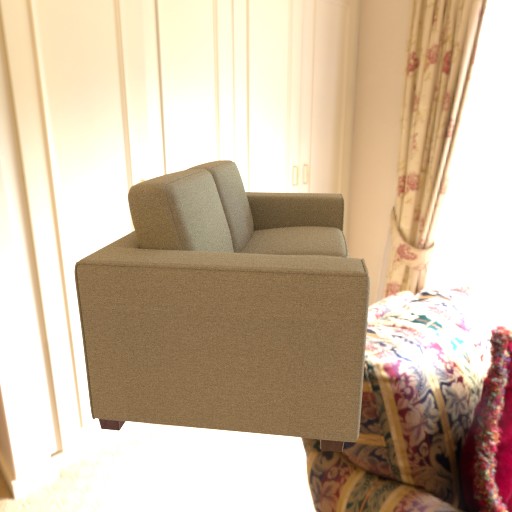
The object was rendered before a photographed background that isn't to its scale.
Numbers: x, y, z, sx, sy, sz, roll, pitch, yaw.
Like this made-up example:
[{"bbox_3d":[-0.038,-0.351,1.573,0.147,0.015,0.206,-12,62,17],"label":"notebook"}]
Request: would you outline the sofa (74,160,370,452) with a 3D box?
[{"bbox_3d":[0.000,0.000,2.357,1.007,0.924,1.812,2,16,8],"label":"sofa"}]
